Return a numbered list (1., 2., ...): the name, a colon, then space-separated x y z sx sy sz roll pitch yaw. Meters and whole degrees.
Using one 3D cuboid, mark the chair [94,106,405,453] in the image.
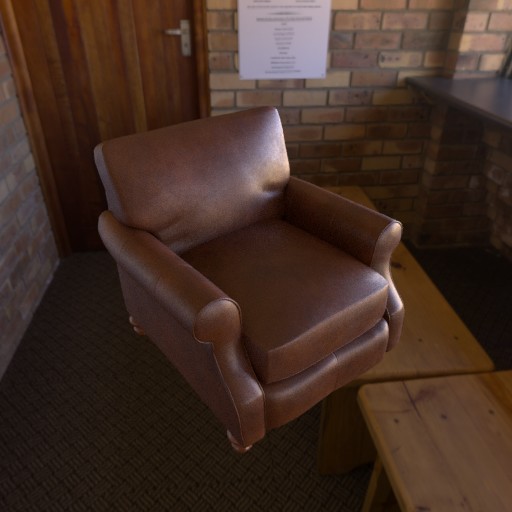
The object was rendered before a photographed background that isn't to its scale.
1. chair: 0.000 0.000 1.780 0.989 0.972 0.992 -22 37 -32
